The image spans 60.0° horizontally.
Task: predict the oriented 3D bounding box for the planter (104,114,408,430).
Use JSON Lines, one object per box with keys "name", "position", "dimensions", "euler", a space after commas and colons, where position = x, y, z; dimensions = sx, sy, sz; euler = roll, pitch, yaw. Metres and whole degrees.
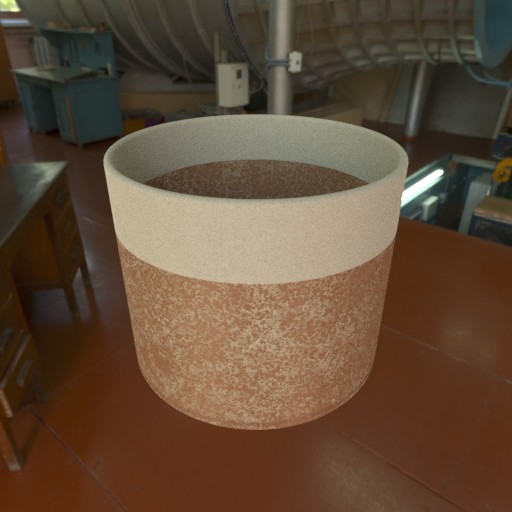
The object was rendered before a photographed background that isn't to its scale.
{"name": "planter", "position": [0.000, 0.000, 0.273], "dimensions": [0.159, 0.138, 0.159], "euler": [0, 30, 0]}
